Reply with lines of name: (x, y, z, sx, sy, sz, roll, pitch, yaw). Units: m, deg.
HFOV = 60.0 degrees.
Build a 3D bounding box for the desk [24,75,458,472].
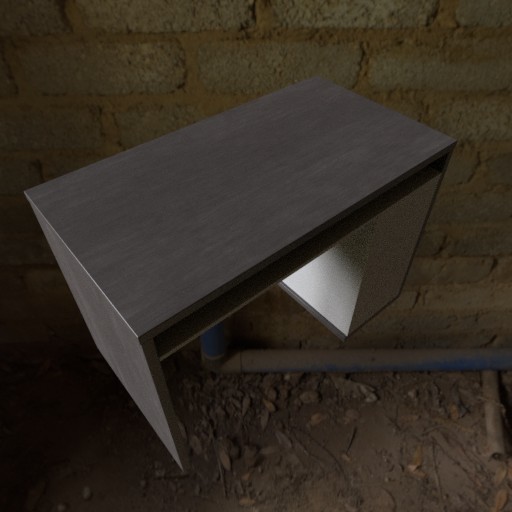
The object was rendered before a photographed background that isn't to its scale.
desk: (0.000, 0.000, 1.526, 1.100, 0.750, 0.600, -31, 53, -27)
